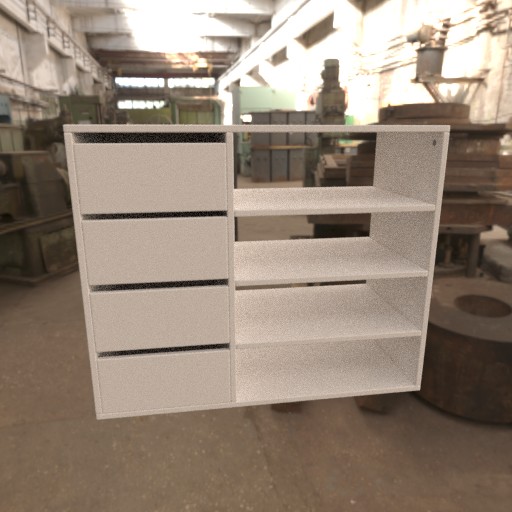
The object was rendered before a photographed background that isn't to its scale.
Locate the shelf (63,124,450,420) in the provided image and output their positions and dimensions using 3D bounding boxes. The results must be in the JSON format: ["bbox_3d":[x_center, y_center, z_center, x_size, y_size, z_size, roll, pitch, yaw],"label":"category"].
[{"bbox_3d":[0.000,0.000,1.298,0.895,0.732,0.396,-2,16,-8],"label":"shelf"}]
